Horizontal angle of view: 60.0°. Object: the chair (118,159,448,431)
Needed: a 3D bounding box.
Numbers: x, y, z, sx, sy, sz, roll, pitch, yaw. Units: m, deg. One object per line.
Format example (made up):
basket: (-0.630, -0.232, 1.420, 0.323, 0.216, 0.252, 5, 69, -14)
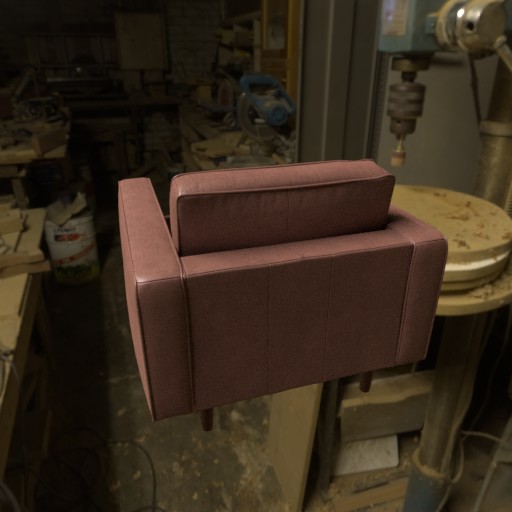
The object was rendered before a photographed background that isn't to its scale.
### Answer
chair: (0.000, 0.000, 1.589, 0.920, 0.770, 0.900, -8, 27, -16)
